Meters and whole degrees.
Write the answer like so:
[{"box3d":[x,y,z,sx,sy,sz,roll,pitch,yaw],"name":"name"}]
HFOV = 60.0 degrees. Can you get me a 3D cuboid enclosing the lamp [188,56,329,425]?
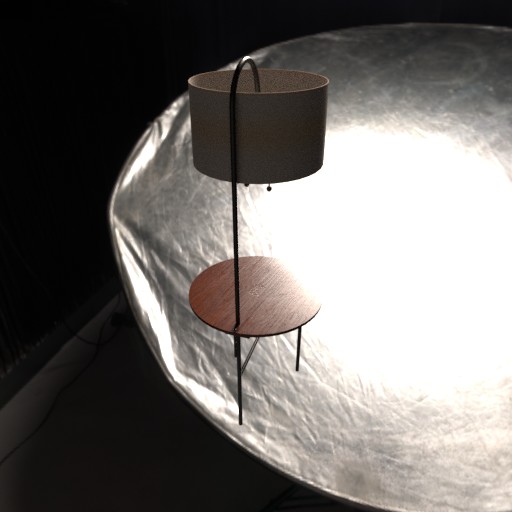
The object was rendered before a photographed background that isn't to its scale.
[{"box3d":[0.000,0.000,1.811,0.573,1.517,0.573,0,31,0],"name":"lamp"}]
